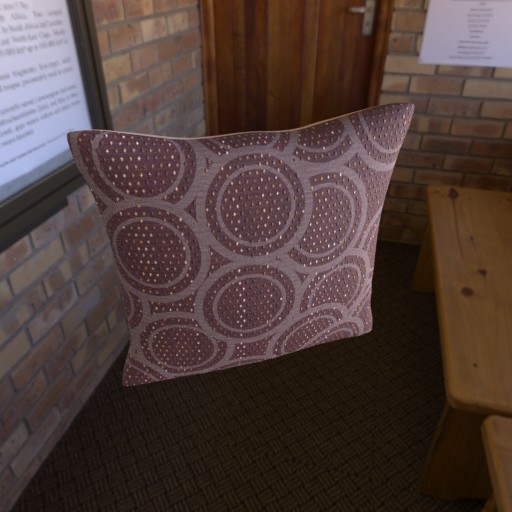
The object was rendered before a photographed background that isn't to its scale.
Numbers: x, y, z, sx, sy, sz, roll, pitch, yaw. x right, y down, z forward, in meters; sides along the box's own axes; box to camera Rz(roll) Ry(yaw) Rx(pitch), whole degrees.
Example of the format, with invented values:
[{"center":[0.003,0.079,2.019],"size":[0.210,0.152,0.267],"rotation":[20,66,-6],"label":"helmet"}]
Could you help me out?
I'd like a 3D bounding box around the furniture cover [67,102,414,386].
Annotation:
[{"center":[0.000,0.000,0.810],"size":[0.552,0.509,0.193],"rotation":[-10,34,-14],"label":"furniture cover"}]
